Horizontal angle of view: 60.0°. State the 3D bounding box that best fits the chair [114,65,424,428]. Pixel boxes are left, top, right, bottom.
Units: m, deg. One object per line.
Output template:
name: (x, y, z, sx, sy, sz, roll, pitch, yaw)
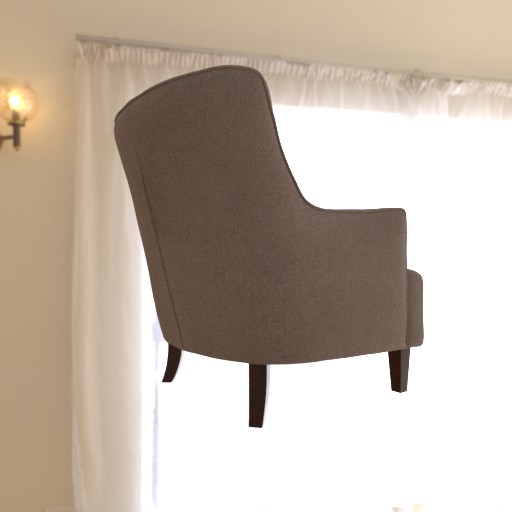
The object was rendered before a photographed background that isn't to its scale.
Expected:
chair: (0.000, 0.000, 1.535, 0.910, 0.919, 0.781, 1, -1, -37)
